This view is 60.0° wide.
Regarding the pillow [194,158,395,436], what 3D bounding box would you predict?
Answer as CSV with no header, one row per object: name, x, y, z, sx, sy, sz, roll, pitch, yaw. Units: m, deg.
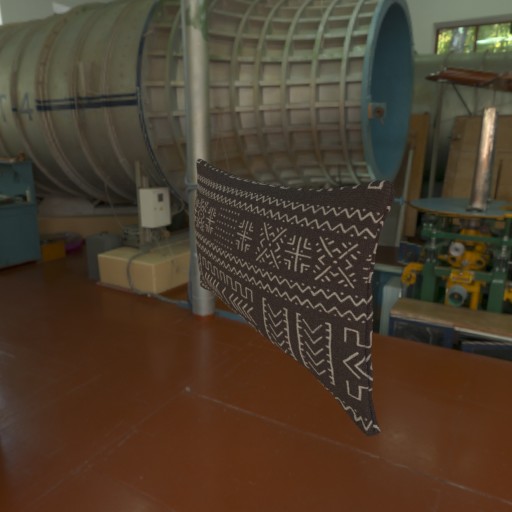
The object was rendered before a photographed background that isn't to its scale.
pillow,0.000,0.000,0.802,0.135,0.322,0.667,-7,16,-25
